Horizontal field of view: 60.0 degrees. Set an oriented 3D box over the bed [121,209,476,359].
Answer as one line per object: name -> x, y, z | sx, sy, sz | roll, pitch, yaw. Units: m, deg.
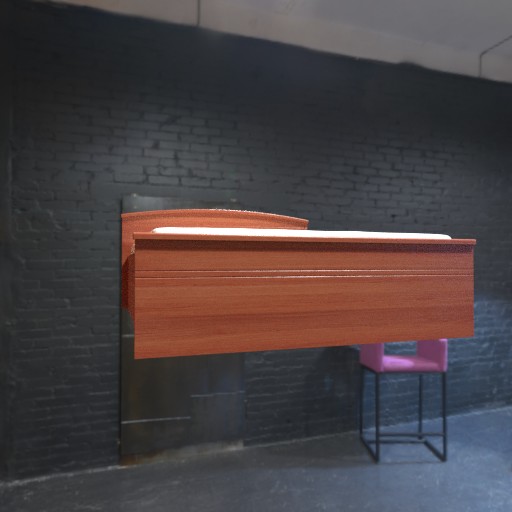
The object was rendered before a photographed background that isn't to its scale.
bed -> 0.000, 0.000, 2.968 | 1.683, 0.848, 2.053 | 0, -1, -18
